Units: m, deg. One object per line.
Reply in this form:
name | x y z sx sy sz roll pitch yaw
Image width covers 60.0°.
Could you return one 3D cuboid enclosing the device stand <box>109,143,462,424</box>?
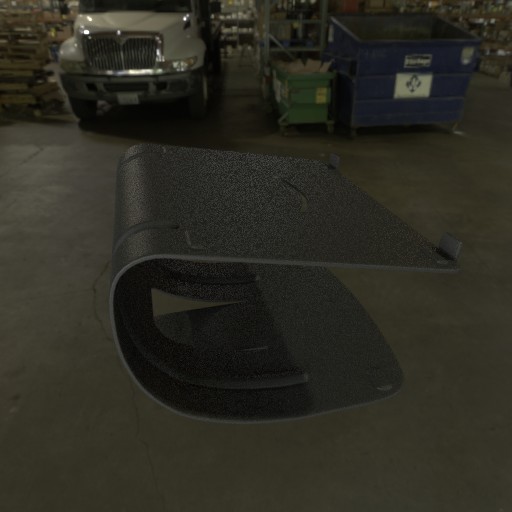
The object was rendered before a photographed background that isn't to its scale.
device stand | 0.000 0.000 0.401 0.236 0.155 0.256 -7 30 -12
